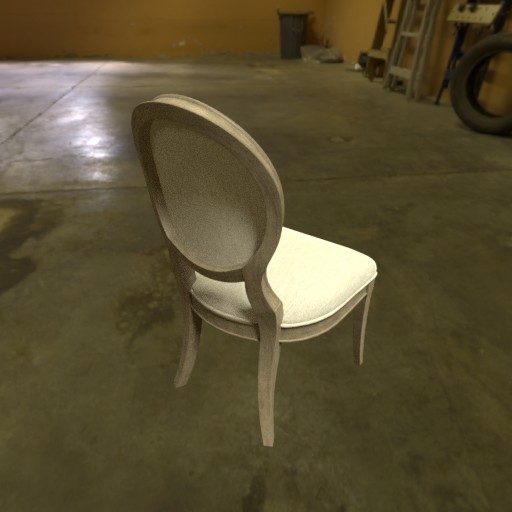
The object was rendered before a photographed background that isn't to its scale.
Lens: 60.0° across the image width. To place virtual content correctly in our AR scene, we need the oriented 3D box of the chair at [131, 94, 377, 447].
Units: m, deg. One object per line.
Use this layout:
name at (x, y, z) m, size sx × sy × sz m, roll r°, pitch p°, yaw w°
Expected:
chair at (0.000, 0.000, 1.324) m, size 0.558 × 0.990 × 0.602 m, roll 21°, pitch 36°, yaw 32°
